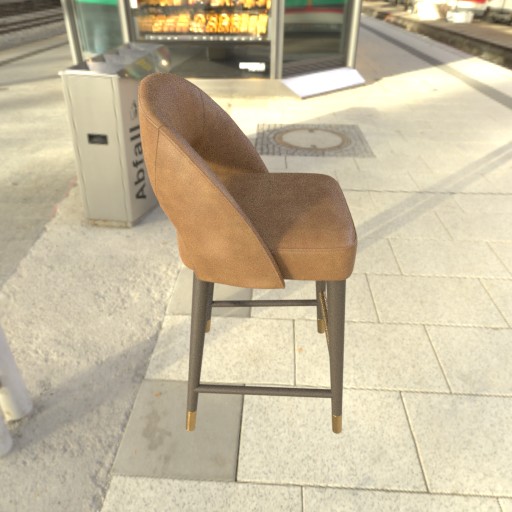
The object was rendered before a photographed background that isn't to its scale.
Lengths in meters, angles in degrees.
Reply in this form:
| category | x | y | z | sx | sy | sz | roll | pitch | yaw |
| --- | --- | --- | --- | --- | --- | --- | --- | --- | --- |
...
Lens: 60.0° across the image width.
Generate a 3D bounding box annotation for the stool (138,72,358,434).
| category | x | y | z | sx | sy | sz | roll | pitch | yaw |
| --- | --- | --- | --- | --- | --- | --- | --- | --- | --- |
| stool | 0.000 | 0.000 | 1.235 | 0.509 | 0.940 | 0.494 | 0 | 32 | 1 |
